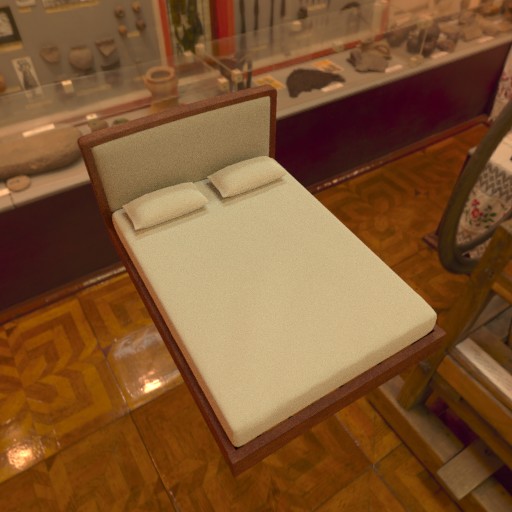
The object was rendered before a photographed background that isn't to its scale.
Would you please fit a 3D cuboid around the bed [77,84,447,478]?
[{"bbox_3d":[0.000,0.000,3.138,1.587,1.275,2.196,-23,51,-20],"label":"bed"}]
